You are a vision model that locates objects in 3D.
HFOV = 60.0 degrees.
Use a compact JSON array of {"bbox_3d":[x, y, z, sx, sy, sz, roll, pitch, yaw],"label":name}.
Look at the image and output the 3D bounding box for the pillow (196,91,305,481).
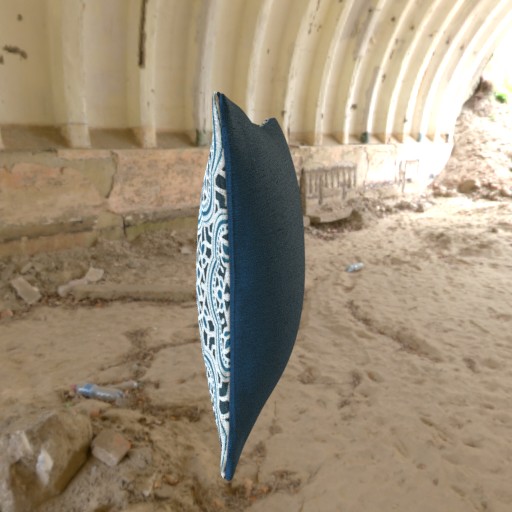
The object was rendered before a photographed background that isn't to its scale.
[{"bbox_3d":[0.000,0.000,0.658,0.145,0.420,0.440,2,15,9],"label":"pillow"}]
